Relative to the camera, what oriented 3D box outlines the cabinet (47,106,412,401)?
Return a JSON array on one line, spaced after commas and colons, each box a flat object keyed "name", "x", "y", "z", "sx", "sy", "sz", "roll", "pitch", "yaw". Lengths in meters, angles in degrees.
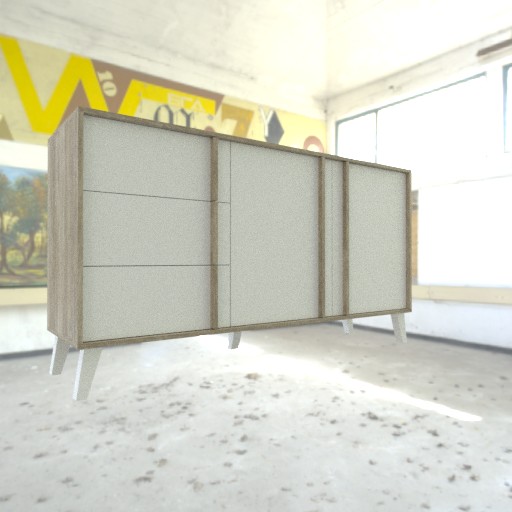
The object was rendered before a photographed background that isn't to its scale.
[{"name": "cabinet", "x": 0.000, "y": 0.000, "z": 1.943, "sx": 1.600, "sy": 0.870, "sz": 0.450, "roll": 0, "pitch": -1, "yaw": -36}]
